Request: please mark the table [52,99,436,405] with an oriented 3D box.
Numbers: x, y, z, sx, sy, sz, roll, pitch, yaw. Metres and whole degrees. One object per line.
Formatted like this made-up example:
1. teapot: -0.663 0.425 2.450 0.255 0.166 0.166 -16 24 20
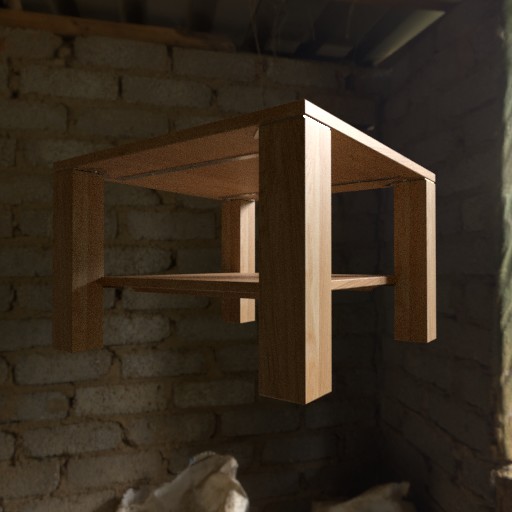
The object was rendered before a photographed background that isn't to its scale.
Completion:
1. table: 0.000 0.000 1.137 0.700 0.450 0.700 -1 -1 37
